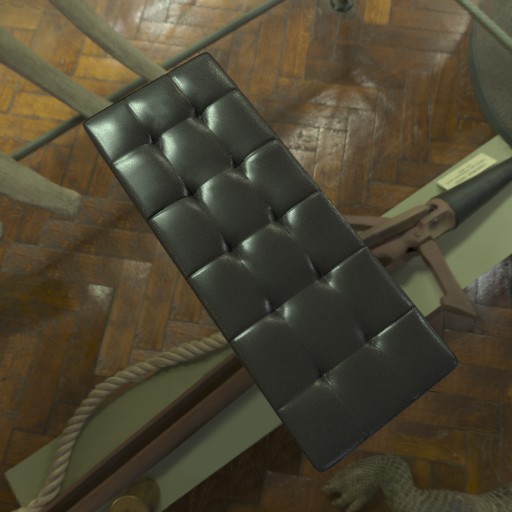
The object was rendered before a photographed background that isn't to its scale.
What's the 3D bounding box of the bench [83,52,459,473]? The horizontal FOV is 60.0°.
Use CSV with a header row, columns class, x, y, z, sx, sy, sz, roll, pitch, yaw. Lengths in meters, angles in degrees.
class,x,y,z,sx,sy,sz,roll,pitch,yaw
bench,0.000,0.000,1.343,0.432,0.460,1.105,-34,77,-9
